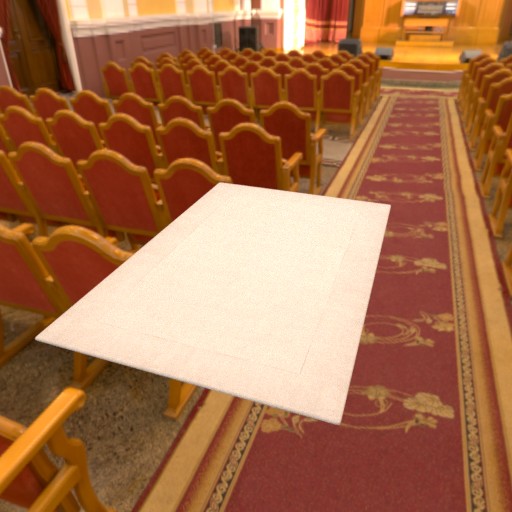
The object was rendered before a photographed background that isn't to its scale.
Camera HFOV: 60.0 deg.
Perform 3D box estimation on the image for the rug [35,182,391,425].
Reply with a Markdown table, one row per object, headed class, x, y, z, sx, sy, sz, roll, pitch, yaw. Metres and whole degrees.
| class | x | y | z | sx | sy | sz | roll | pitch | yaw |
| --- | --- | --- | --- | --- | --- | --- | --- | --- | --- |
| rug | 0.000 | 0.000 | 2.326 | 1.219 | 0.013 | 1.829 | 10 | 32 | 17 |
